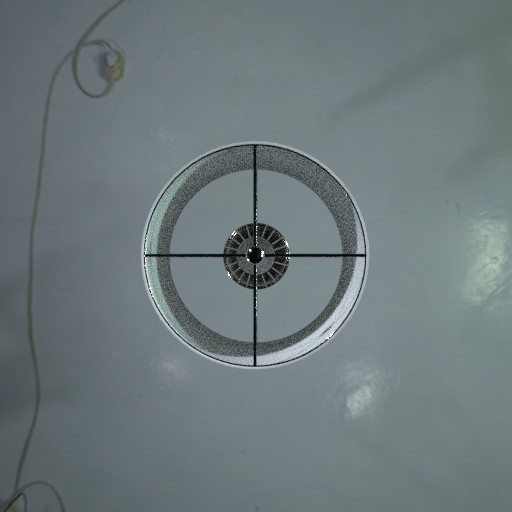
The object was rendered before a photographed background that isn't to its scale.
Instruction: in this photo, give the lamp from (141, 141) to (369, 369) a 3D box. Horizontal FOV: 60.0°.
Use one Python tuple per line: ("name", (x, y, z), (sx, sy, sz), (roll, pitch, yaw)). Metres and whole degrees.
("lamp", (0.000, 0.000, 0.805), (0.303, 0.618, 0.303), (0, 90, 0))
